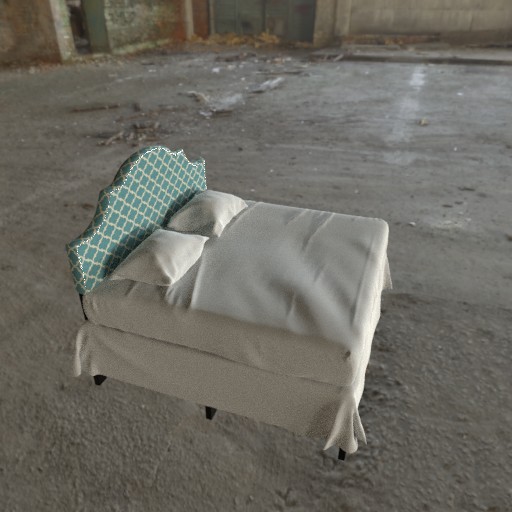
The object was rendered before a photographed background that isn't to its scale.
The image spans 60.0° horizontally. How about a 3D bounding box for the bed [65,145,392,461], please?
[{"bbox_3d":[0.000,0.000,3.656,2.222,1.601,2.314,10,32,17],"label":"bed"}]
